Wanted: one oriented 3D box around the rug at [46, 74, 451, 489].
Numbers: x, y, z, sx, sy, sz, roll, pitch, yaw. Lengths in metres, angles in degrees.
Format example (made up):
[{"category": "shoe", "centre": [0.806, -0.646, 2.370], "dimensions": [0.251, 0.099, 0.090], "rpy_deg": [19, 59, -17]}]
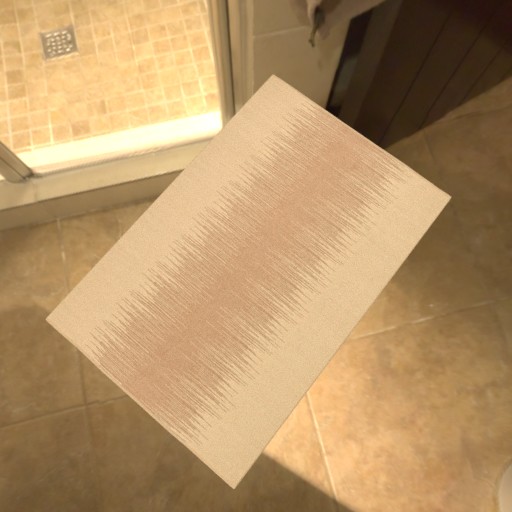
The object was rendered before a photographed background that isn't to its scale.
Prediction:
[{"category": "rug", "centre": [0.000, 0.000, 2.311], "dimensions": [1.234, 0.006, 1.850], "rpy_deg": [38, 78, 9]}]
